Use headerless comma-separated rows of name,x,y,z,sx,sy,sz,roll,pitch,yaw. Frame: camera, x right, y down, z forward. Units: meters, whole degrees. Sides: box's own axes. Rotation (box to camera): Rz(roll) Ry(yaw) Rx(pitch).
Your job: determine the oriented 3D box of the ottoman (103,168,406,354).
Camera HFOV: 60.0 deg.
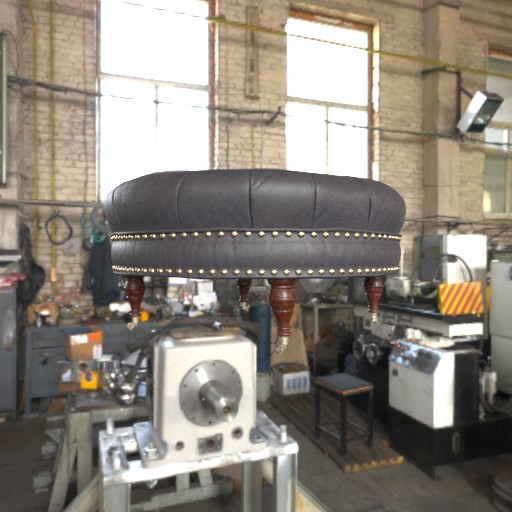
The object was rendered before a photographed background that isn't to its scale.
ottoman,0.000,0.000,1.377,0.901,0.439,0.901,0,0,0
